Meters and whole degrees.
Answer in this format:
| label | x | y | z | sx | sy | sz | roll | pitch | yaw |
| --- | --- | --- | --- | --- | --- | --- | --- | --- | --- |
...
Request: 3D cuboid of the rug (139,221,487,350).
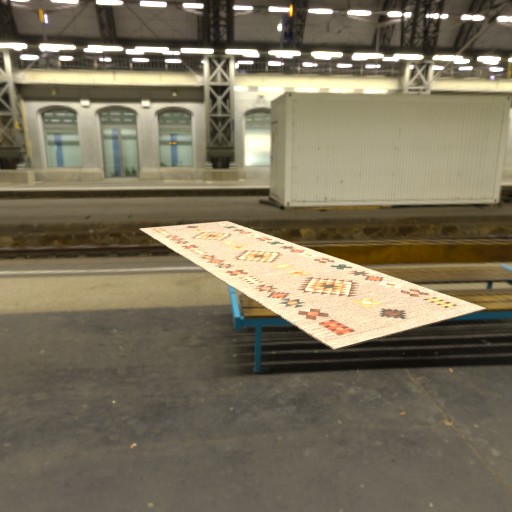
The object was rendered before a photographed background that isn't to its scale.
| label | x | y | z | sx | sy | sz | roll | pitch | yaw |
| --- | --- | --- | --- | --- | --- | --- | --- | --- | --- |
| rug | 0.000 | 0.000 | 2.621 | 0.766 | 0.008 | 2.432 | -7 | 16 | -28 |
